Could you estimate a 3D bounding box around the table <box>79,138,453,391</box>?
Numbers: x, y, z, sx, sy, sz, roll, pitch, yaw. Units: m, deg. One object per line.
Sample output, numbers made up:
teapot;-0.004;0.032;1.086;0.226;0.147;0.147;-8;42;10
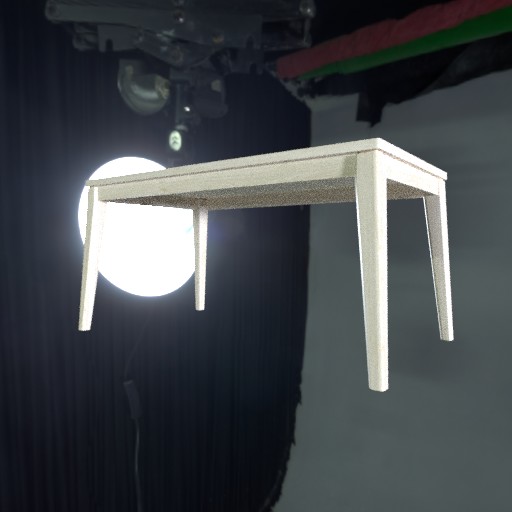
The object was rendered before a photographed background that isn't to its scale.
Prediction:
table;0.000;0.000;2.140;1.600;0.760;0.900;1;2;36
